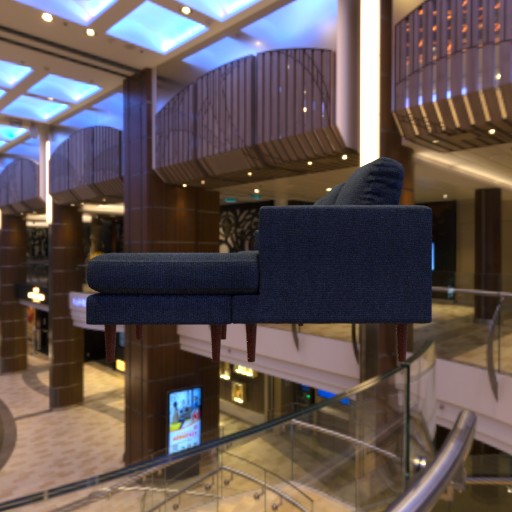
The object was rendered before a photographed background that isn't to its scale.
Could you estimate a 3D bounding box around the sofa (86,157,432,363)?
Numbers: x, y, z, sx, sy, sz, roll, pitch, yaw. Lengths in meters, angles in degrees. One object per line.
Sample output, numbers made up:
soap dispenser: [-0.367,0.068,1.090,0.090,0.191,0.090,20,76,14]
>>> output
sofa: [0.000,0.000,3.014,1.504,0.956,2.233,0,1,-1]
